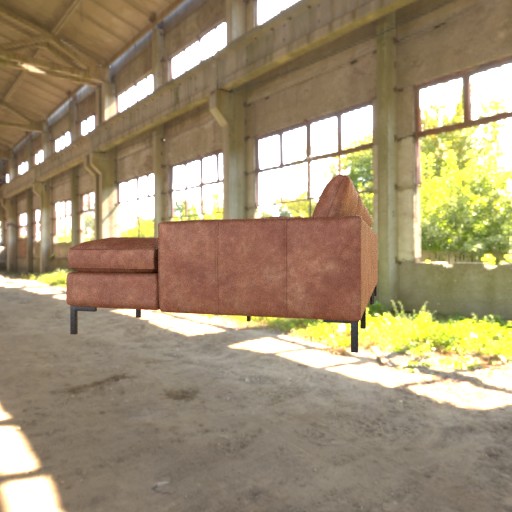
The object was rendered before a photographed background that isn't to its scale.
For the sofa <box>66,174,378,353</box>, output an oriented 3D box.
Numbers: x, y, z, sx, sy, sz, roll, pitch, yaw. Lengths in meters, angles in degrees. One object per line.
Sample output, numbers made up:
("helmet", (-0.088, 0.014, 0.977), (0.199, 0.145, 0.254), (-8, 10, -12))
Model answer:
("sofa", (0.000, 0.000, 3.773), (1.939, 0.900, 2.956), (0, 1, 17))
